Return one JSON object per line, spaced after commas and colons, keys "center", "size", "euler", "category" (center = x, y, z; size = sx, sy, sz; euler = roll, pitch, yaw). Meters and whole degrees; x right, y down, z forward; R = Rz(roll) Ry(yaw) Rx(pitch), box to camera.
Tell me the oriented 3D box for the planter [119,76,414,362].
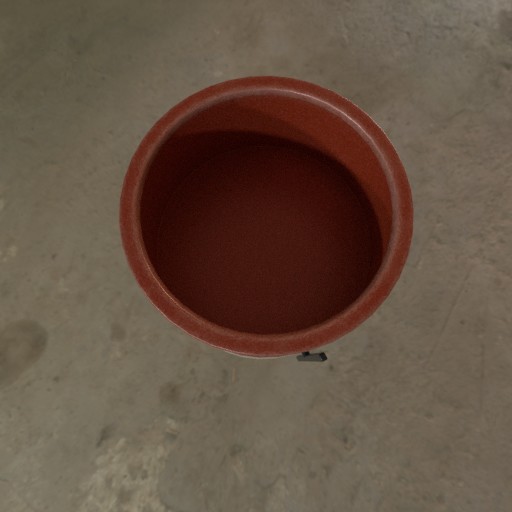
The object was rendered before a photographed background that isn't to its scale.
{"center": [0.000, 0.000, 0.519], "size": [0.251, 0.354, 0.235], "euler": [2, 77, 1], "category": "planter"}
